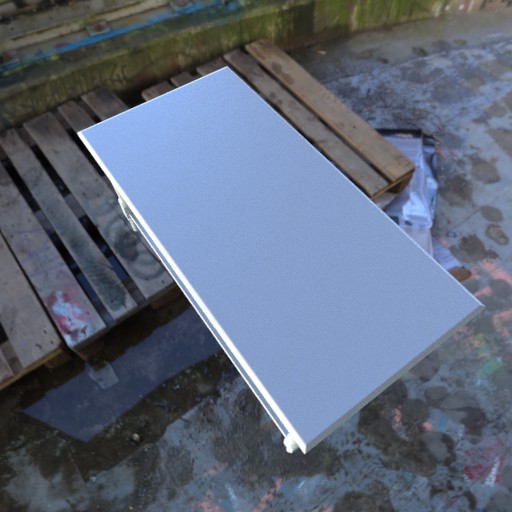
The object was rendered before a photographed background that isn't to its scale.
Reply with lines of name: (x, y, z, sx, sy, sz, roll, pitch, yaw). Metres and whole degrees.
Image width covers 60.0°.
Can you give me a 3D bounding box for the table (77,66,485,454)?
table: (0.000, 0.000, 1.415, 0.551, 0.506, 1.109, -31, 64, -18)
